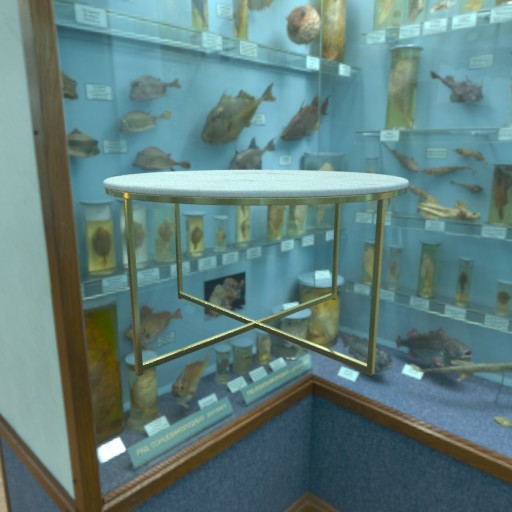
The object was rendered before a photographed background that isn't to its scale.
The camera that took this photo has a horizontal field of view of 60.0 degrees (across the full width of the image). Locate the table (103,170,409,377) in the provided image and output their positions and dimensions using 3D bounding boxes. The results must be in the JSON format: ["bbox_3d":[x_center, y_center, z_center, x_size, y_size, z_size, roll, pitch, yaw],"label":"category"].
[{"bbox_3d":[0.000,0.000,1.274,0.800,0.450,0.800,0,14,0],"label":"table"}]
